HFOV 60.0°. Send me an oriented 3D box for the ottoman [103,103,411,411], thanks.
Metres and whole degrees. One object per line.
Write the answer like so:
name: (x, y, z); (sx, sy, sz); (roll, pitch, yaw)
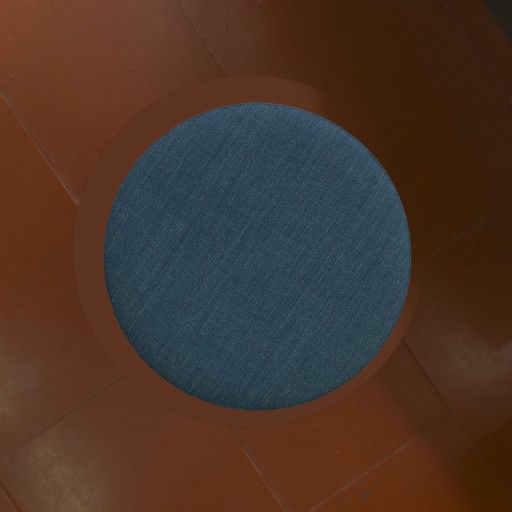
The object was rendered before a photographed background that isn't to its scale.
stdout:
ottoman: (0.000, 0.000, 0.745); (0.398, 0.406, 0.398); (0, 91, -1)
